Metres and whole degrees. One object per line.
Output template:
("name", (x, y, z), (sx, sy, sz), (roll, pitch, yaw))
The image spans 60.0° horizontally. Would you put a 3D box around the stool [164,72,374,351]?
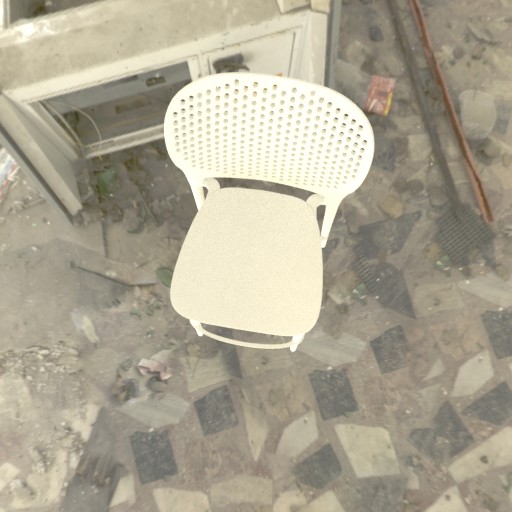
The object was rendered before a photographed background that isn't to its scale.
("stool", (0.000, 0.000, 1.364), (0.536, 1.045, 0.535), (9, 77, 2))
